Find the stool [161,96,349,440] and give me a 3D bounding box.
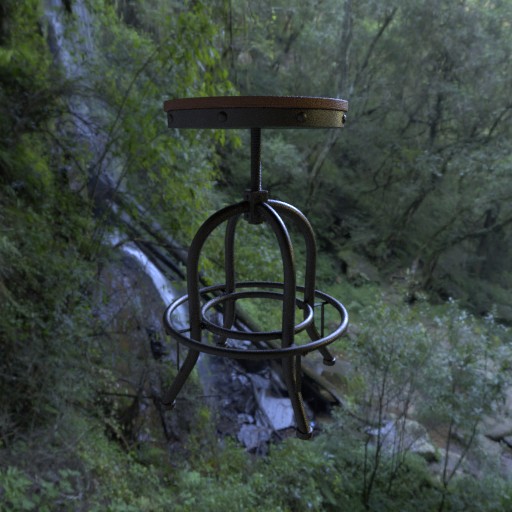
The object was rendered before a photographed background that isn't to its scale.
[{"bbox_3d":[0.000,0.000,0.933,0.439,0.609,0.439,-7,17,-26],"label":"stool"}]
